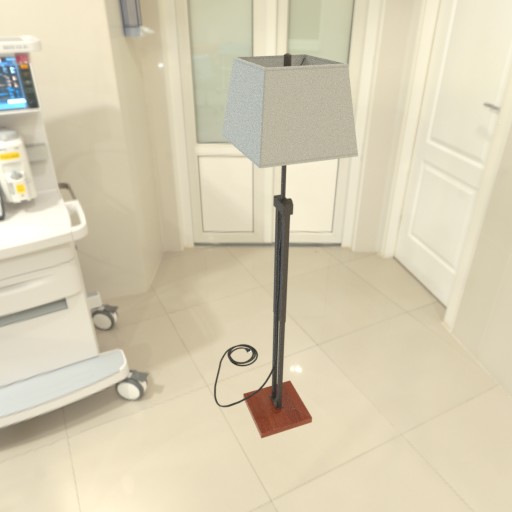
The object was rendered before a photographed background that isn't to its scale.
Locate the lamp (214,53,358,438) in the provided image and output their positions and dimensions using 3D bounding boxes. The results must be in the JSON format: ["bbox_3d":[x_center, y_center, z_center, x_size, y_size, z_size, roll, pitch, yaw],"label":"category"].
[{"bbox_3d":[0.000,0.000,2.019,0.472,1.712,0.745,-10,32,-17],"label":"lamp"}]
